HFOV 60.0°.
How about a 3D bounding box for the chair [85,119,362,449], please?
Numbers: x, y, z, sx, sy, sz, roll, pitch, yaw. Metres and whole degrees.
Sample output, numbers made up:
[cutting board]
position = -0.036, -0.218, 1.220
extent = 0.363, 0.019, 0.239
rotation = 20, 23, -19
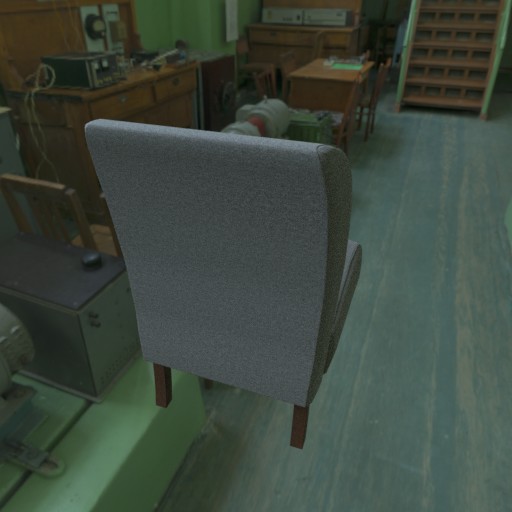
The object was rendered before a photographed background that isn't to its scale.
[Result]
[chair]
position = 0.000, 0.000, 1.163
extent = 0.513, 0.804, 0.592
rotation = 10, 34, 16
